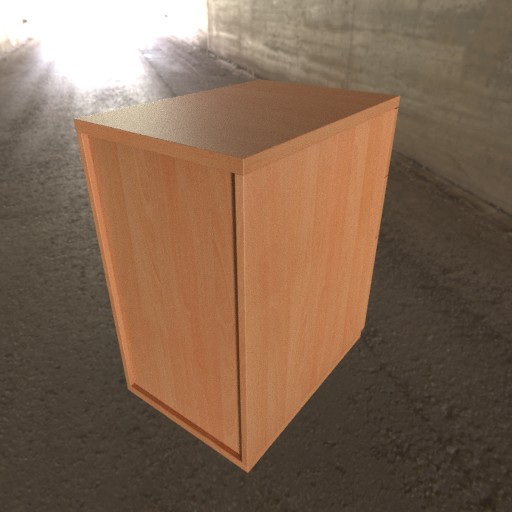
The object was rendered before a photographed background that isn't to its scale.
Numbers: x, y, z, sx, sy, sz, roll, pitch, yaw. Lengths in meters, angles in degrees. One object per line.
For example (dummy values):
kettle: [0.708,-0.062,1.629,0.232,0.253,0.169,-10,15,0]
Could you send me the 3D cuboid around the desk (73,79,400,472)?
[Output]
desk: [0.000,0.000,1.113,0.404,0.730,0.600,20,36,31]
